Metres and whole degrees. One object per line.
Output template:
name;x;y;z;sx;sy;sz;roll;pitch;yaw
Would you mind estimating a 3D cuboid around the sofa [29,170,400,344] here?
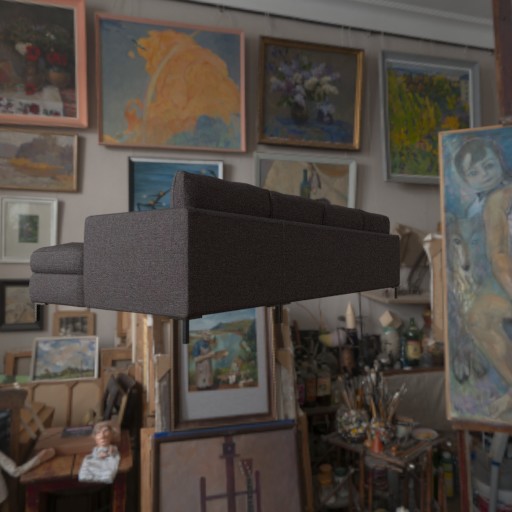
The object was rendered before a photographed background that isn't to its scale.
sofa;0.000;0.000;3.842;1.483;0.892;3.221;0;-1;36
